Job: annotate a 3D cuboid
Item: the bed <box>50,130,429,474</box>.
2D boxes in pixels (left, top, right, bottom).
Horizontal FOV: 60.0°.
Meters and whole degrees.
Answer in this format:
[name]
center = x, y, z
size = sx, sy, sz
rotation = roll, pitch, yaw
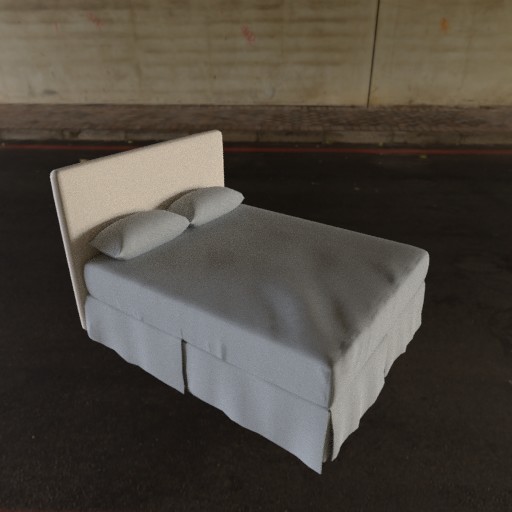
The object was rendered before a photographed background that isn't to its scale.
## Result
[bed]
center = 0.000, 0.000, 3.216
size = 2.142, 1.330, 1.748
rotation = 17, 32, 31
